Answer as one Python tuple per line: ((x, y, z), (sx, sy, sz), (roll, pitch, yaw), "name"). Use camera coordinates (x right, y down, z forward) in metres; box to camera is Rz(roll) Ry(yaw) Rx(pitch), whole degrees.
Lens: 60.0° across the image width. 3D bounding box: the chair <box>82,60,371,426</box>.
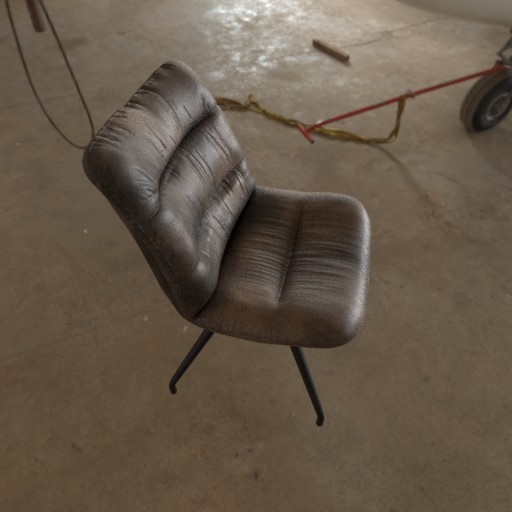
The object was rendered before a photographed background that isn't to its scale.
((0.000, 0.000, 1.229), (0.622, 0.870, 0.549), (9, 47, 9), "chair")
